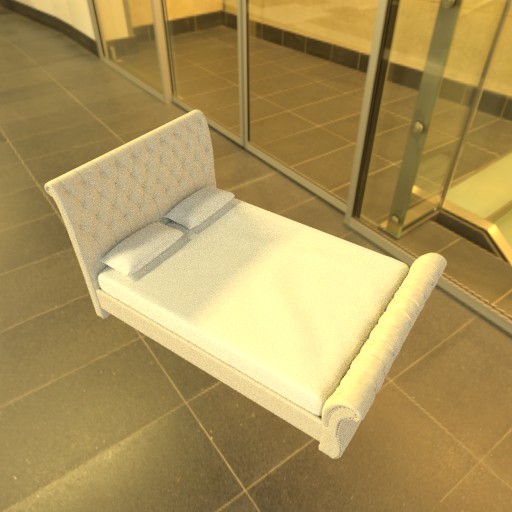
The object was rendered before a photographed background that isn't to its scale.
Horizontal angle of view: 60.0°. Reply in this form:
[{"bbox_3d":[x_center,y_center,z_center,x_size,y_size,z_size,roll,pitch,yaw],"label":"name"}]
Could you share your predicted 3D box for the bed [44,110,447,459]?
[{"bbox_3d":[0.000,0.000,3.434,2.493,1.268,1.606,24,45,26],"label":"bed"}]
